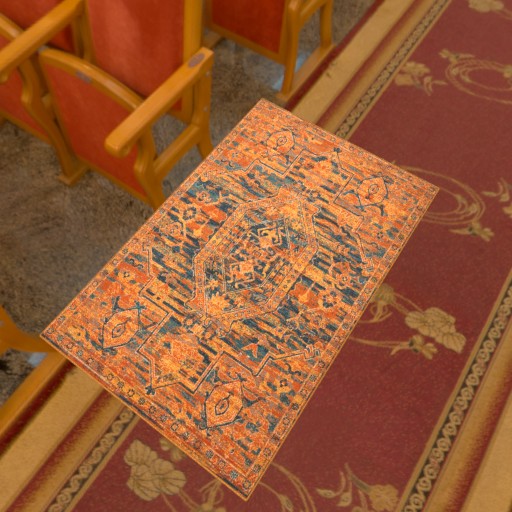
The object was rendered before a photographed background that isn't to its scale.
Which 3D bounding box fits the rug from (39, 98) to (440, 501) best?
[{"bbox_3d":[0.000,0.000,1.056,0.557,0.008,0.863,32,68,15],"label":"rug"}]
